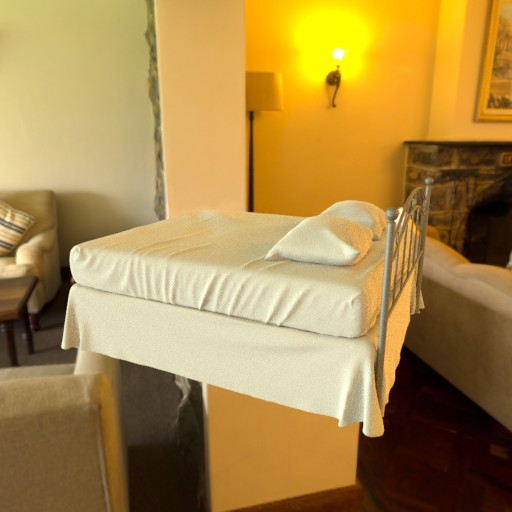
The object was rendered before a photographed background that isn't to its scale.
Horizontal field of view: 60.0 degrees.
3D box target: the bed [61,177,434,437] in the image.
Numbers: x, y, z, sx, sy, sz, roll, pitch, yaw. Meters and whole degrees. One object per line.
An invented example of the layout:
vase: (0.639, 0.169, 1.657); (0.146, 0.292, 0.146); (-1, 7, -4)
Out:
bed: (0.000, 0.000, 3.209); (2.215, 1.080, 1.936); (7, 17, 25)
